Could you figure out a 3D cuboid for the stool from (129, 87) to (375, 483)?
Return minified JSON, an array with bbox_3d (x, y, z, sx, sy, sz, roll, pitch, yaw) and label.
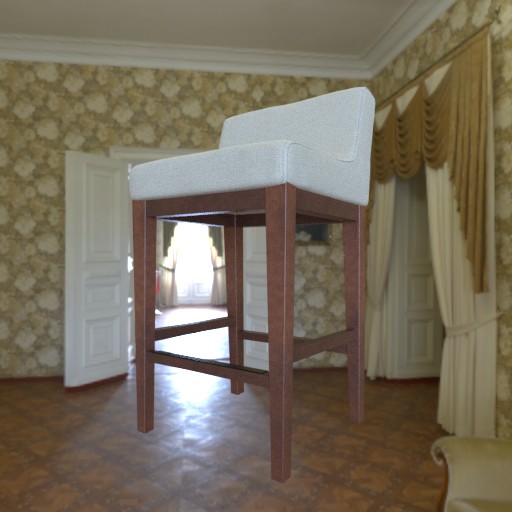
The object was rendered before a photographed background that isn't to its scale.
[{"bbox_3d":[0.000,0.000,1.223,0.511,0.937,0.500,0,0,36],"label":"stool"}]
